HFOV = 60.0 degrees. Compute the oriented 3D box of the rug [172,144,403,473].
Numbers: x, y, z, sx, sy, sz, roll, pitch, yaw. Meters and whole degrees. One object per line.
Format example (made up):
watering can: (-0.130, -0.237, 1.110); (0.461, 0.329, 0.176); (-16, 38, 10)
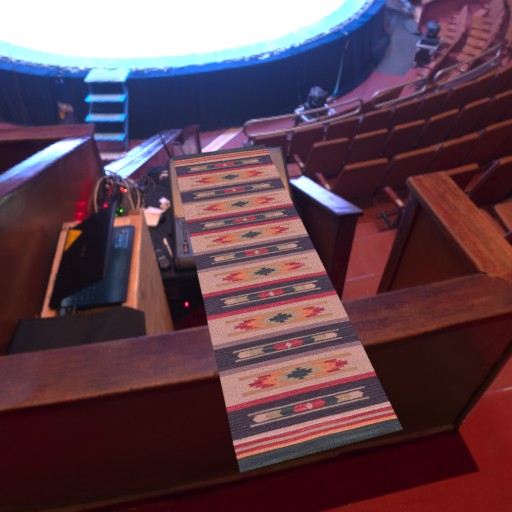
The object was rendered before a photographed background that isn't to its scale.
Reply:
rug: (0.000, 0.000, 2.760); (0.760, 0.009, 2.440); (-10, 47, -10)
